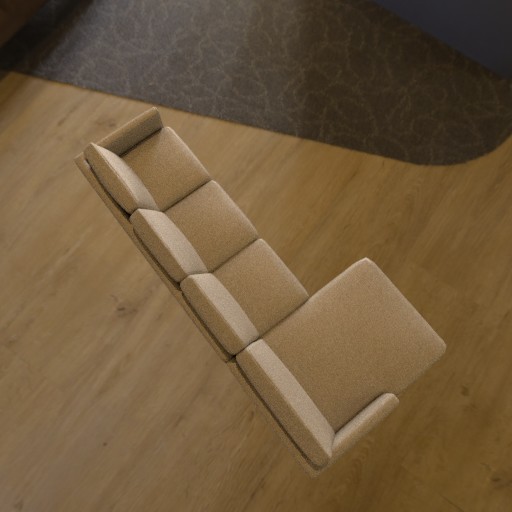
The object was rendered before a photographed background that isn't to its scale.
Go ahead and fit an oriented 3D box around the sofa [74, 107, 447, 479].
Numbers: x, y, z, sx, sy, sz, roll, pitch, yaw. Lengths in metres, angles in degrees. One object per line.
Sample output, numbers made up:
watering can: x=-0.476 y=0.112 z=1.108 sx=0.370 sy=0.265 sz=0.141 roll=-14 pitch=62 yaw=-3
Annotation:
sofa: x=0.000 y=0.000 z=3.774 sx=1.502 sy=0.876 sz=3.201 roll=-37 pitch=77 yaw=-10
